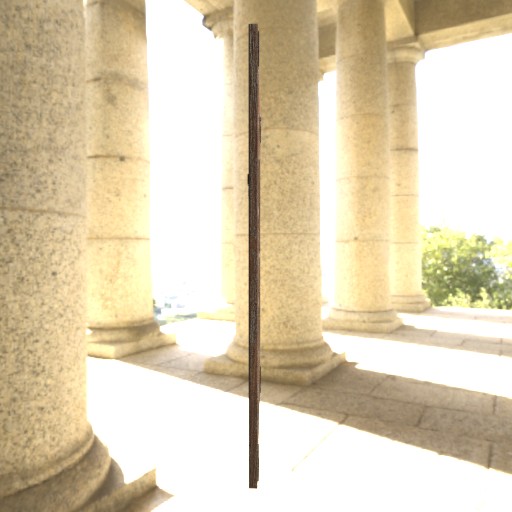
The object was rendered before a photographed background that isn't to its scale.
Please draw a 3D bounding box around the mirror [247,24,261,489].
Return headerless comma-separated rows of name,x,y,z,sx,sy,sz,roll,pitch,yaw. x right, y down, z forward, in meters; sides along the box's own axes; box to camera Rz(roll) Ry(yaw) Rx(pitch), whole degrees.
mirror,0.000,0.000,1.300,0.025,0.996,0.705,0,0,1
